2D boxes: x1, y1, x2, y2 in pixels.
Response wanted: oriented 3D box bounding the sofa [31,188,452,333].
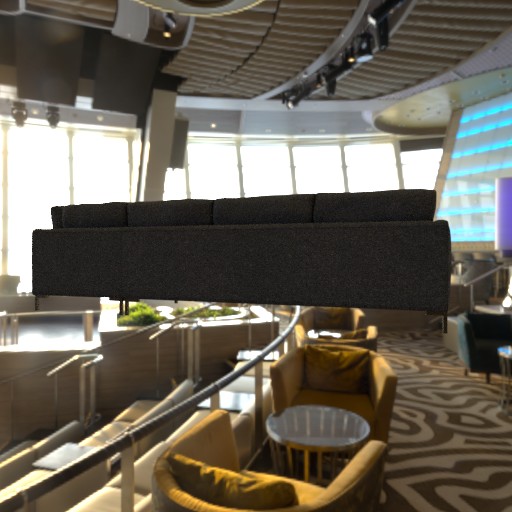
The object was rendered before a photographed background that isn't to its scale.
[{"bbox_3d":[0.000,0.000,3.796,2.949,0.815,2.007,0,1,19],"label":"sofa"}]
